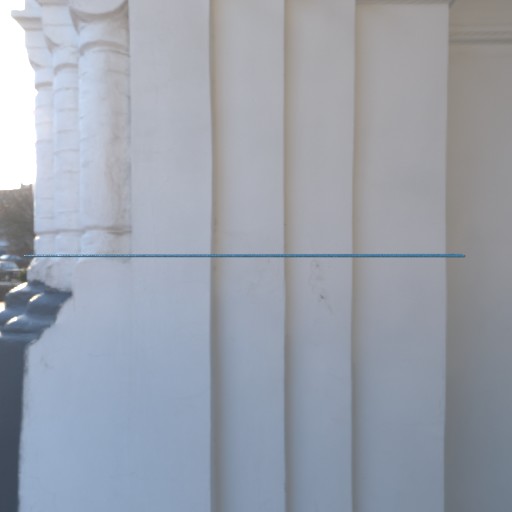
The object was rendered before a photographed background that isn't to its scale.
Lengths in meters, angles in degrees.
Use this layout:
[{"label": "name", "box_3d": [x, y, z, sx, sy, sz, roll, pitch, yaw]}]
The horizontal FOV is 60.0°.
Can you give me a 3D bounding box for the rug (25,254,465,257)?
[{"label": "rug", "box_3d": [0.000, 0.000, 3.516, 2.769, 0.018, 1.830, 0, 0, 17]}]
